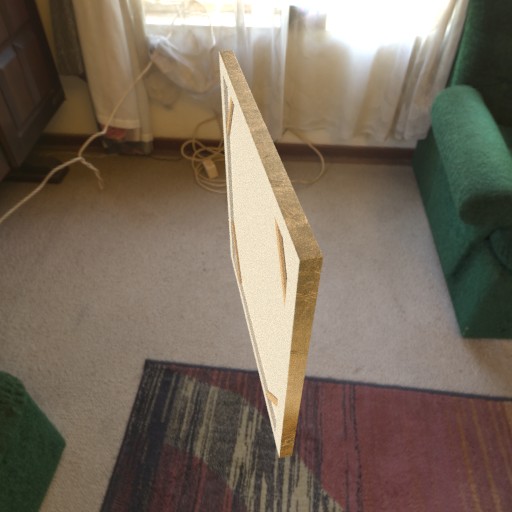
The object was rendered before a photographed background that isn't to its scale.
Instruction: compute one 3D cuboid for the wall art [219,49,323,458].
[{"bbox_3d":[0.000,0.000,1.664,0.051,1.091,1.092,-9,47,-8],"label":"wall art"}]
